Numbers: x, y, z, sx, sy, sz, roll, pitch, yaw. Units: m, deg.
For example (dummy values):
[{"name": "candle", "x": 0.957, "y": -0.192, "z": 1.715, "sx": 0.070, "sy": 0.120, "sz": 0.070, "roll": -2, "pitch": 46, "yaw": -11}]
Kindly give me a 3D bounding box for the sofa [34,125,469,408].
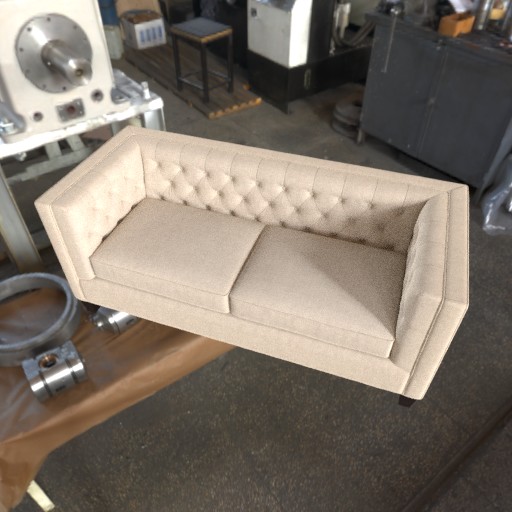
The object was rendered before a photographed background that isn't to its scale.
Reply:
[{"name": "sofa", "x": 0.000, "y": 0.000, "z": 2.215, "sx": 1.778, "sy": 0.762, "sz": 0.775, "roll": 14, "pitch": 45, "yaw": 14}]
